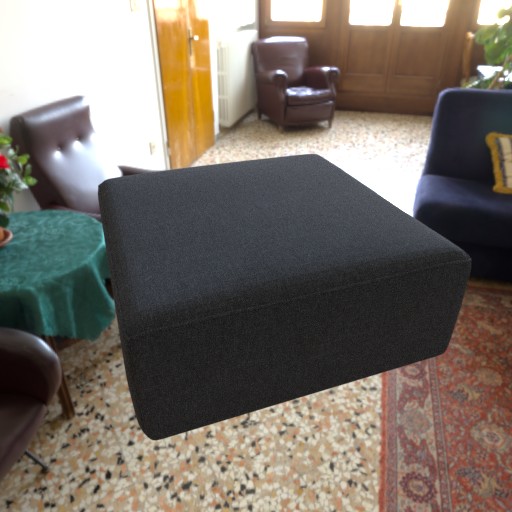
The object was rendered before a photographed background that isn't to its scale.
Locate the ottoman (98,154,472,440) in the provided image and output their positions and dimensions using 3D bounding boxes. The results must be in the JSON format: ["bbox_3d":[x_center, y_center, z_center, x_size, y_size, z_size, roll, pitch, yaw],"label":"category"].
[{"bbox_3d":[0.000,0.000,1.589,1.000,0.439,1.000,-11,33,-17],"label":"ottoman"}]
